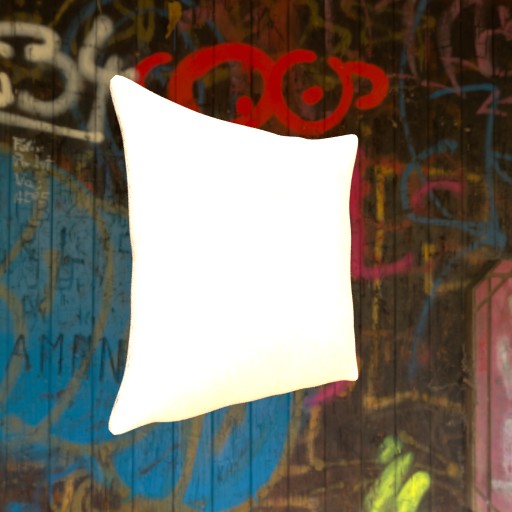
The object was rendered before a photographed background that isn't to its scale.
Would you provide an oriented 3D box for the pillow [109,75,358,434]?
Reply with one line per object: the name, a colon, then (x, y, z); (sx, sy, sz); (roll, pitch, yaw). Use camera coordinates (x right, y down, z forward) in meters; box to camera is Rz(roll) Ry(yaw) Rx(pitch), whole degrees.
pillow: (0.000, 0.000, 0.660); (0.436, 0.432, 0.138); (1, -1, -36)
